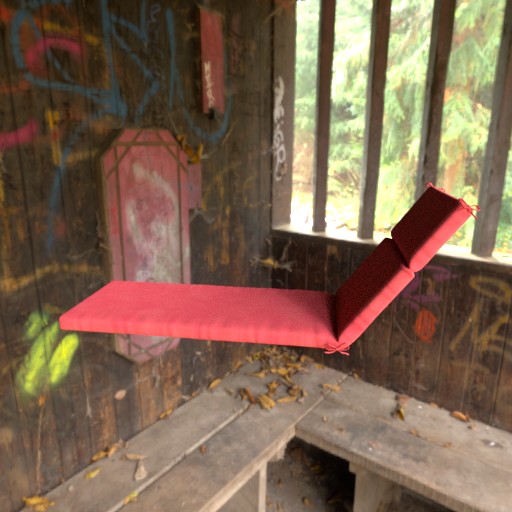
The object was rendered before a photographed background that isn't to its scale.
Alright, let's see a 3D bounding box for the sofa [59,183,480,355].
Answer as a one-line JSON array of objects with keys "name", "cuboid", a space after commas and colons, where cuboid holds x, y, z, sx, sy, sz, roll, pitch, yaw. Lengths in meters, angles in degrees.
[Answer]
[{"name": "sofa", "cuboid": [0.000, 0.000, 1.970, 1.663, 0.622, 0.582, 2, 16, 9]}]
